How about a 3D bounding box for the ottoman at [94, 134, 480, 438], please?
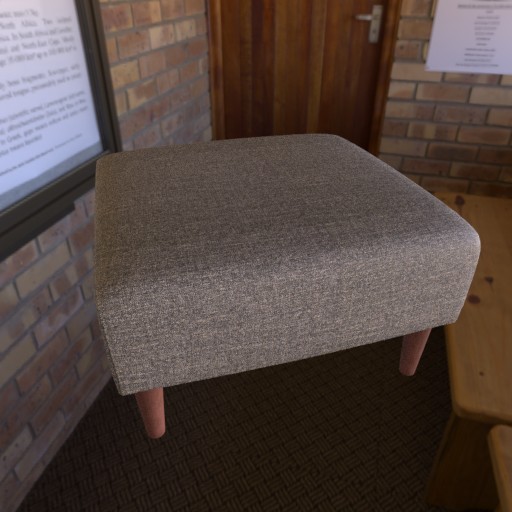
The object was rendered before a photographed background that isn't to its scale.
[{"bbox_3d":[0.000,0.000,1.022,0.655,0.399,0.648,-9,33,-14],"label":"ottoman"}]
